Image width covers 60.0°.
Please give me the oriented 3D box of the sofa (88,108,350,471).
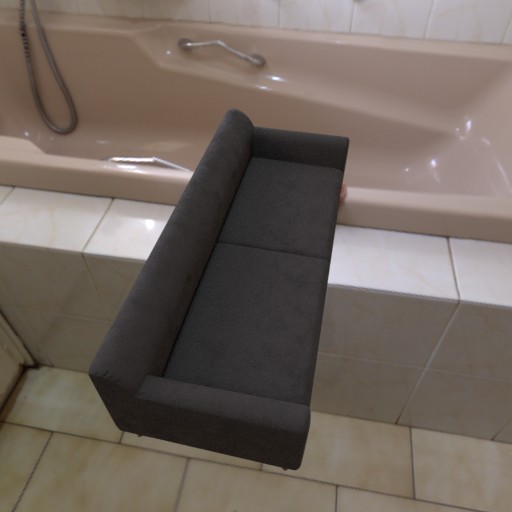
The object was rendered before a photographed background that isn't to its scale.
[{"bbox_3d":[0.000,0.000,2.661,0.900,0.740,2.190,9,47,9],"label":"sofa"}]
